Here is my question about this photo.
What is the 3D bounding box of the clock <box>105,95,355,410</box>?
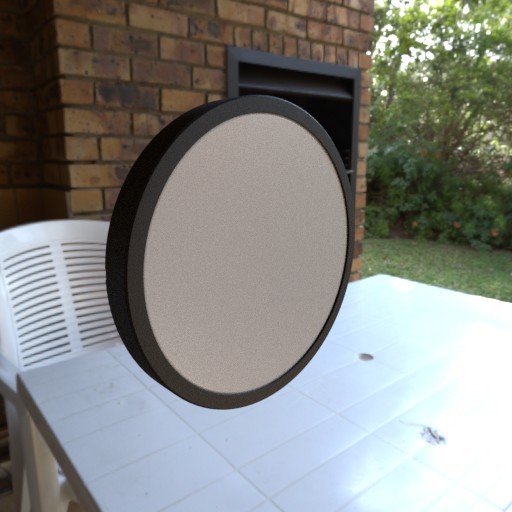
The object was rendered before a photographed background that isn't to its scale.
[{"bbox_3d":[0.000,0.000,0.431,0.293,0.293,0.040,-12,17,-43],"label":"clock"}]
